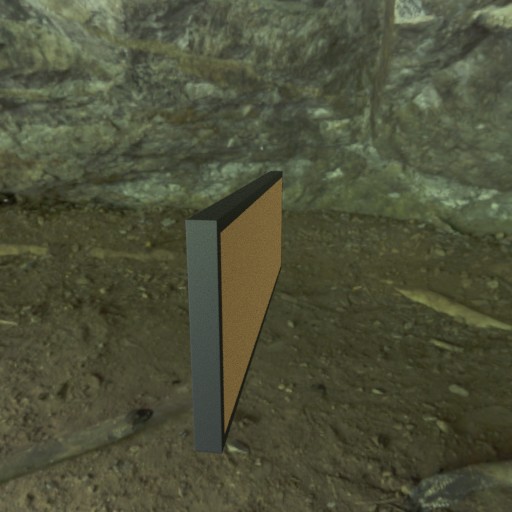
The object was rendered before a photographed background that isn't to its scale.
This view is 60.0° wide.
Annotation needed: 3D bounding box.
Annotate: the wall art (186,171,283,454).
[{"bbox_3d":[0.000,0.000,0.946,0.037,0.303,0.860,2,15,8],"label":"wall art"}]
